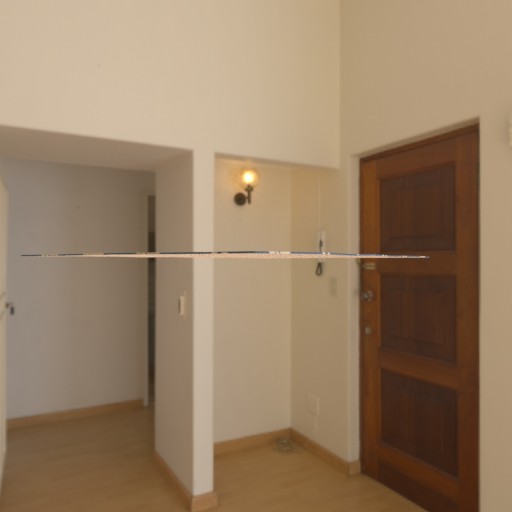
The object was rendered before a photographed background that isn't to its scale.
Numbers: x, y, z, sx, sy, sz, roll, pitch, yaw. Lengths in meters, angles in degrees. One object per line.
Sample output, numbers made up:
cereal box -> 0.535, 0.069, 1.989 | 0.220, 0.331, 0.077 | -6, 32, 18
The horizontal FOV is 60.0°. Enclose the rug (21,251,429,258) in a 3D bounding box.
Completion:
rug -> 0.000, 0.000, 2.730 | 1.524, 0.013, 2.135 | 0, -1, 36
